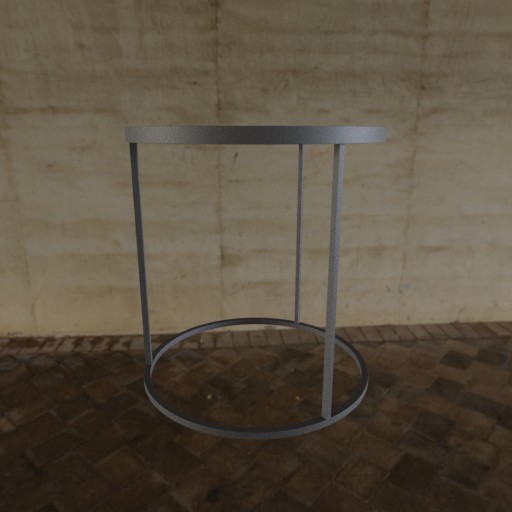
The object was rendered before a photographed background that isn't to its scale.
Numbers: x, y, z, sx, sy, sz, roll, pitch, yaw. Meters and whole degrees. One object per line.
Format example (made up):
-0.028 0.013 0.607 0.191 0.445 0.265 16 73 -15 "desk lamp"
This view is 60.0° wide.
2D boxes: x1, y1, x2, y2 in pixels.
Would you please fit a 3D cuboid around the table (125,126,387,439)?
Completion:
0.000 0.000 0.891 0.470 0.498 0.470 0 16 0 "table"
